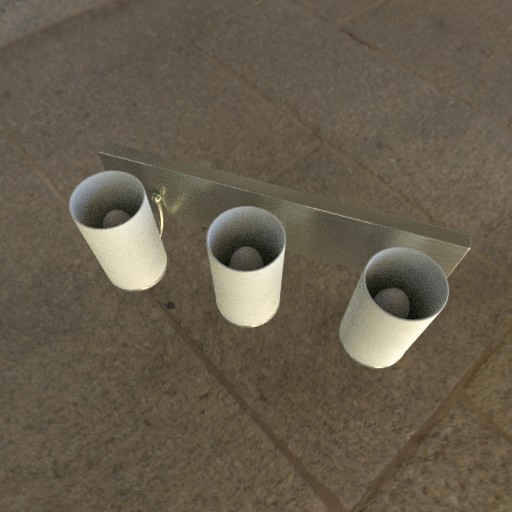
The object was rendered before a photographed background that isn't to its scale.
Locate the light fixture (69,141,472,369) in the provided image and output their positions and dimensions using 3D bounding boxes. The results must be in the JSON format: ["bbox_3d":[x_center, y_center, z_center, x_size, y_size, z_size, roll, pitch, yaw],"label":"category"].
[{"bbox_3d":[0.000,0.000,0.530,0.451,0.172,0.145,16,60,9],"label":"light fixture"}]
